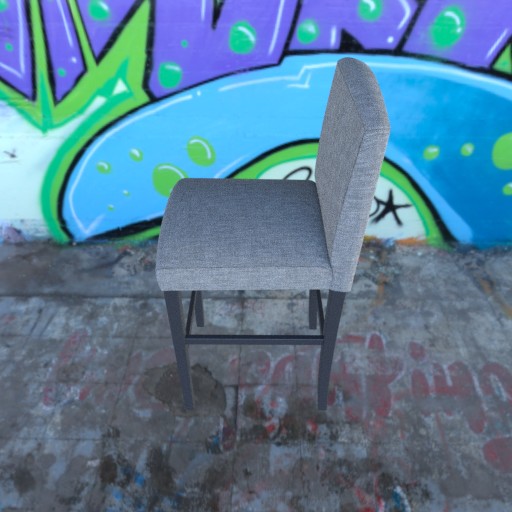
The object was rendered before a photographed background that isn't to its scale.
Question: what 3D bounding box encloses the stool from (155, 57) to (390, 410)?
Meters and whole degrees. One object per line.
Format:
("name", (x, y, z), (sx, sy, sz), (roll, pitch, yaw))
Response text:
("stool", (0.000, 0.000, 1.402), (0.552, 1.138, 0.451), (0, 41, 0))
